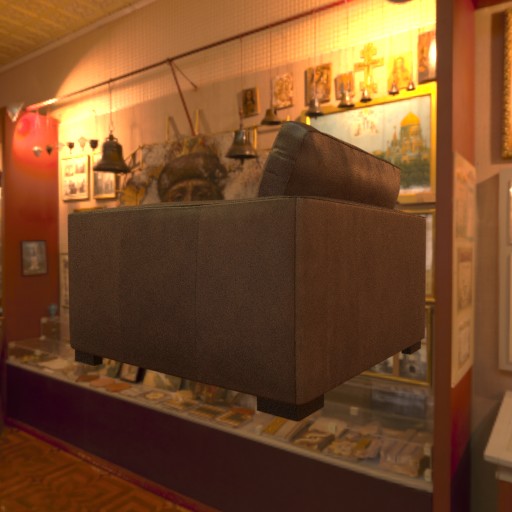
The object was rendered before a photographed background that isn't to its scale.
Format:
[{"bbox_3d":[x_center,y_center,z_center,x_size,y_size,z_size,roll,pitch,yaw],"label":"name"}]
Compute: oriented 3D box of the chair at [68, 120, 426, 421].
[{"bbox_3d":[0.000,0.000,1.811,1.069,0.812,1.100,1,2,37],"label":"chair"}]
